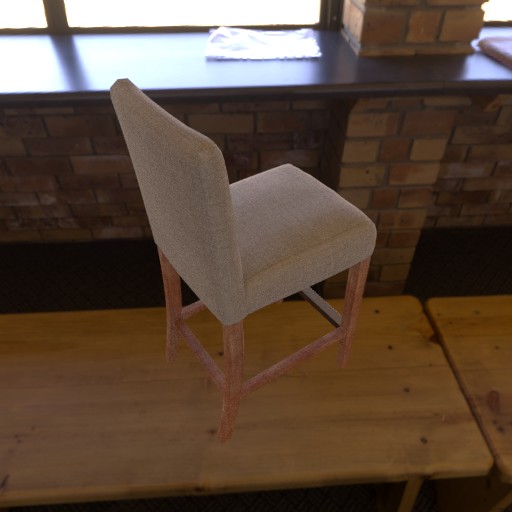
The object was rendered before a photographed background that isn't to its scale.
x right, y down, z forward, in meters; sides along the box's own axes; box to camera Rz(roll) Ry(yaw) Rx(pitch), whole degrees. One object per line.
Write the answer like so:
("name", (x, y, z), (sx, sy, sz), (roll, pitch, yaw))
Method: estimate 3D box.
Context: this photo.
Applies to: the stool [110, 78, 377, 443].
("stool", (0.000, 0.000, 1.339), (0.567, 1.039, 0.454), (-24, 46, -26))
